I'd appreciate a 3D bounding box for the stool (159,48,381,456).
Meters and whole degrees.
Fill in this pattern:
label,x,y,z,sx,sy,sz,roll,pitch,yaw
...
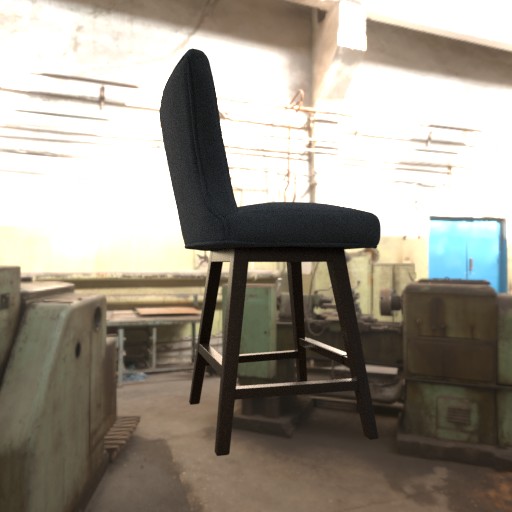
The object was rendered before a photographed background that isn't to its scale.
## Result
label,x,y,z,sx,sy,sz,roll,pitch,yaw
stool,0.000,0.000,1.362,0.574,1.000,0.514,0,-1,-17
